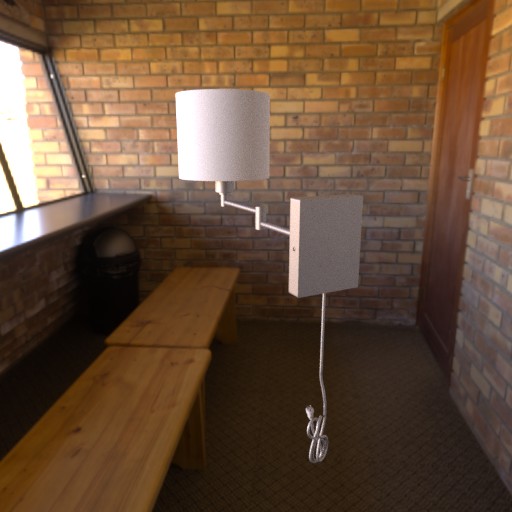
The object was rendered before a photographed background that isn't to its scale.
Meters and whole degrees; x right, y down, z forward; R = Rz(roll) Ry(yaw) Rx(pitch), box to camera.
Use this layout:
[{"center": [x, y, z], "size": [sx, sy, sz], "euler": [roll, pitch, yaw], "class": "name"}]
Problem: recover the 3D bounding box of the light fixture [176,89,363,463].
[{"center": [0.000, 0.000, 0.906], "size": [0.203, 0.651, 0.516], "euler": [-7, 16, -26], "class": "light fixture"}]
